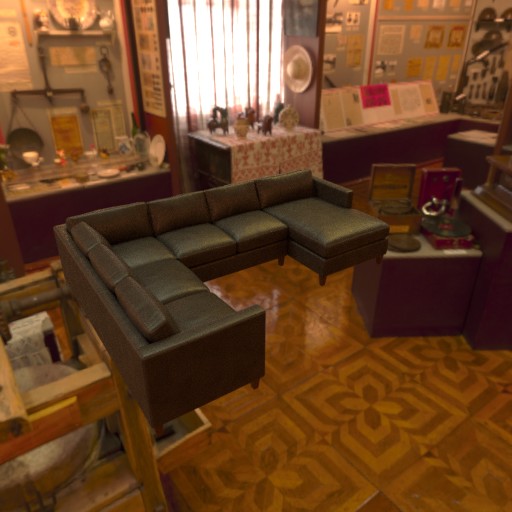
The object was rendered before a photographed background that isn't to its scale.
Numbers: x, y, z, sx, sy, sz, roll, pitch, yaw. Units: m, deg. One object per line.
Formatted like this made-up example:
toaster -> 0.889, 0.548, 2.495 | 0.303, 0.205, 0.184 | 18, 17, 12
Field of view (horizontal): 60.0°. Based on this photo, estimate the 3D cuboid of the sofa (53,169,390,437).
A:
sofa -> 0.000, 0.000, 4.549 | 3.324, 0.891, 2.452 | -17, 32, -30
